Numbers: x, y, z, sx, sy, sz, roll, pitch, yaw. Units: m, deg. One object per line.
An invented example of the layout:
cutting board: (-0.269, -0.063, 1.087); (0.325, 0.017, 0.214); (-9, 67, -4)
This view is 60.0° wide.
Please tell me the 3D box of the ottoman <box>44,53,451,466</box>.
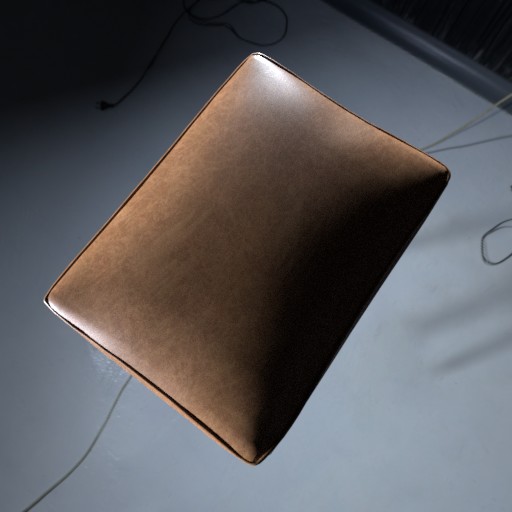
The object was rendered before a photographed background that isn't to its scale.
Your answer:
ottoman: (0.000, 0.000, 1.101); (0.554, 0.468, 0.756); (35, 78, 9)
